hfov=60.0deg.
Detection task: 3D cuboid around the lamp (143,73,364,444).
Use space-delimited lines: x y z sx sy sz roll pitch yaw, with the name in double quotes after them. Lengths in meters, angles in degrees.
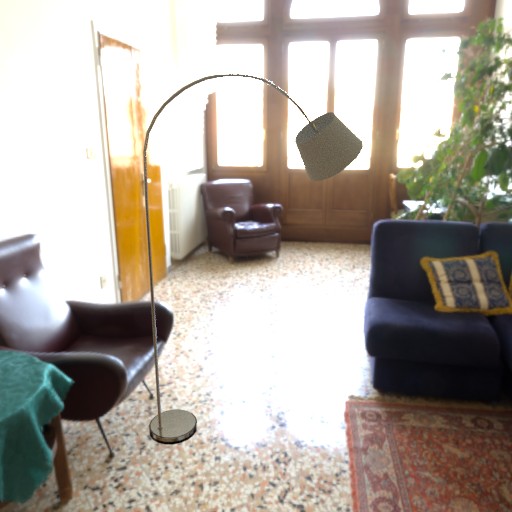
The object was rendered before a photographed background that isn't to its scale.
0.000 0.000 2.747 1.445 2.098 0.406 -7 17 -26 "lamp"
